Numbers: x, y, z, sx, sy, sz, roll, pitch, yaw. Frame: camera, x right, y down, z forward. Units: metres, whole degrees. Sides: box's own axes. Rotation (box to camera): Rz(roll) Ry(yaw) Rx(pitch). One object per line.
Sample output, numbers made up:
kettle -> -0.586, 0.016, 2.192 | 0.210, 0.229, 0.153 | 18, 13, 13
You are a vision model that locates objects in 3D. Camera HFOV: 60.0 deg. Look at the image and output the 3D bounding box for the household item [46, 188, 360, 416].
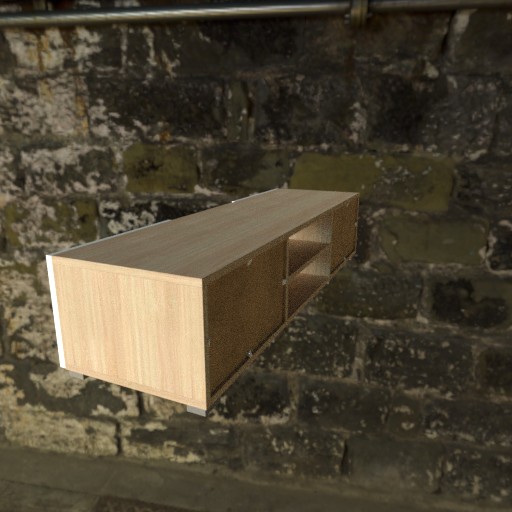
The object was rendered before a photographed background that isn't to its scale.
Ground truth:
household item -> 0.000, 0.000, 1.587 | 0.420, 0.310, 1.400 | 7, 17, 24
